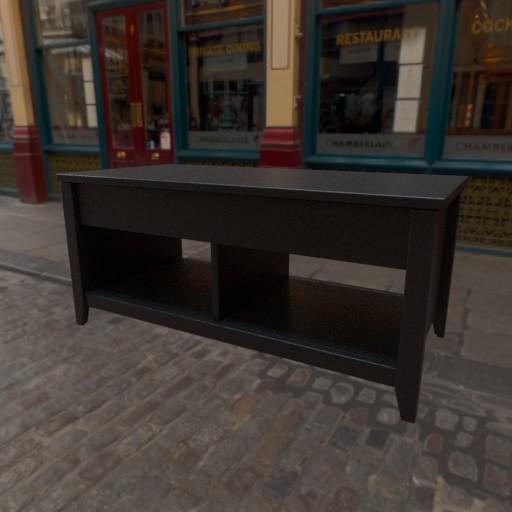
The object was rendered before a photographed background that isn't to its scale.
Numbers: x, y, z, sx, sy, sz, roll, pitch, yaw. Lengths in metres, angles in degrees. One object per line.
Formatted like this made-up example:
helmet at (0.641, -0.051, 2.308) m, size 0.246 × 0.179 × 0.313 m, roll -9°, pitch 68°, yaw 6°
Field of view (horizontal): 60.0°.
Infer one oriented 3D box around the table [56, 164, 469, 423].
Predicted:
table at (0.000, 0.000, 1.266) m, size 1.016 × 0.457 × 0.483 m, roll 8°, pitch 17°, yaw 28°
